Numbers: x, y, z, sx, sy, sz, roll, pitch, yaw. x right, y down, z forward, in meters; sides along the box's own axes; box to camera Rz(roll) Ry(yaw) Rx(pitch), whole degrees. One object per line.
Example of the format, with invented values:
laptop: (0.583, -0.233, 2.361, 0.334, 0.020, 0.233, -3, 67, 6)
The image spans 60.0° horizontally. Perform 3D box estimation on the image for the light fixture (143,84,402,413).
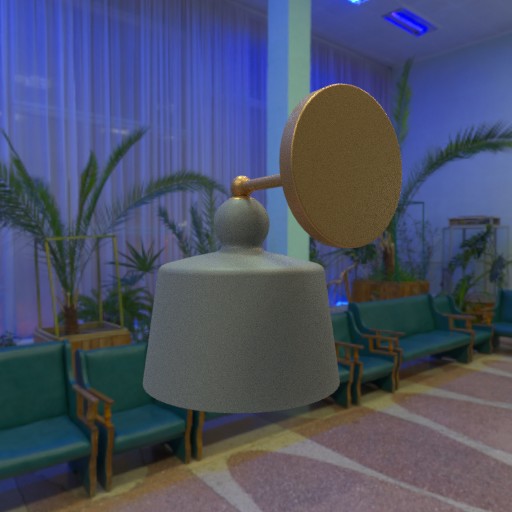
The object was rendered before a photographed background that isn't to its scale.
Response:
light fixture: (0.000, 0.000, 0.446, 0.204, 0.268, 0.254, -1, 2, -36)
